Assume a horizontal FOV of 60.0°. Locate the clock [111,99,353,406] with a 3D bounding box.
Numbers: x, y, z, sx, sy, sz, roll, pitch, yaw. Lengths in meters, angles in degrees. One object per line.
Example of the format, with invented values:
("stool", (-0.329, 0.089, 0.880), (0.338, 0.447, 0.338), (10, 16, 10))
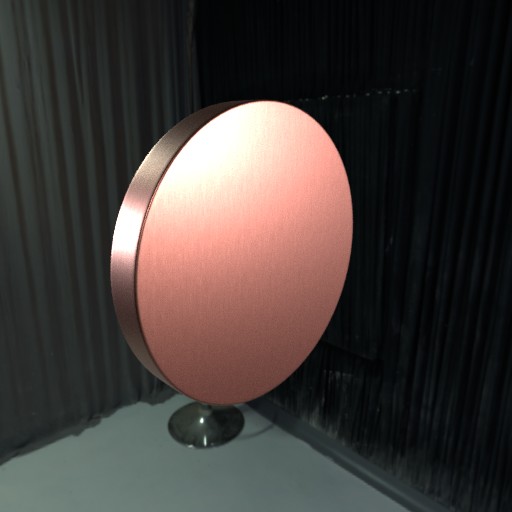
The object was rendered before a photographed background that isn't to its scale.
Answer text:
("clock", (0.000, 0.000, 0.472), (0.040, 0.313, 0.313), (15, 22, 42))
